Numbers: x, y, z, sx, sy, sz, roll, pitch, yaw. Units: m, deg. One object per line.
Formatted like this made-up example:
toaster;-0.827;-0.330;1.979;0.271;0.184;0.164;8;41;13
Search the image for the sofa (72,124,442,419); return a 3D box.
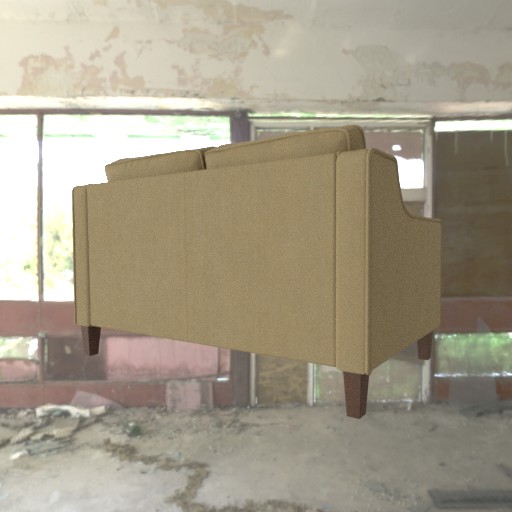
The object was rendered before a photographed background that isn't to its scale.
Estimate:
sofa;0.000;0.000;2.138;1.501;0.971;0.987;1;2;35
